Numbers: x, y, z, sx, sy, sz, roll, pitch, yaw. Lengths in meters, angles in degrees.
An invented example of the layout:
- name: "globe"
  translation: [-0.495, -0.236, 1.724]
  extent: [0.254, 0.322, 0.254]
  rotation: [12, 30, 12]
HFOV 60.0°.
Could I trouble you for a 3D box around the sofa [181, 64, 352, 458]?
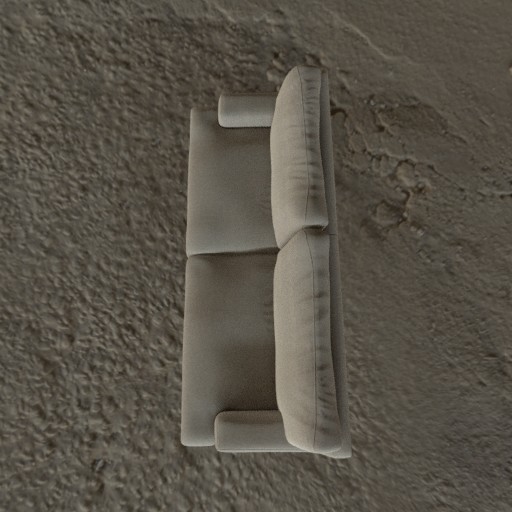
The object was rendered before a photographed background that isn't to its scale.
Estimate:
- name: "sofa"
  translation: [0.000, 0.000, 2.872]
  extent: [0.962, 0.980, 2.354]
  rotation: [-1, 75, 0]
